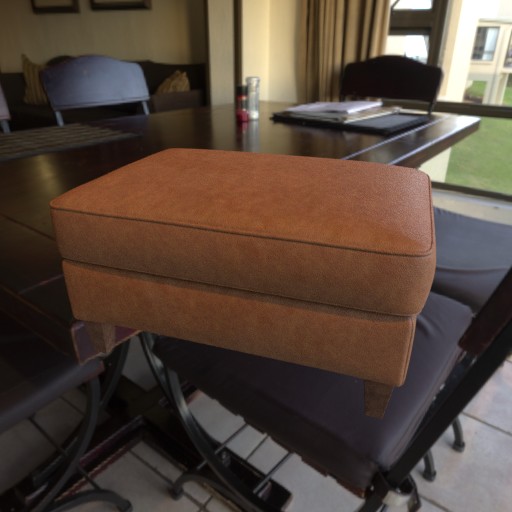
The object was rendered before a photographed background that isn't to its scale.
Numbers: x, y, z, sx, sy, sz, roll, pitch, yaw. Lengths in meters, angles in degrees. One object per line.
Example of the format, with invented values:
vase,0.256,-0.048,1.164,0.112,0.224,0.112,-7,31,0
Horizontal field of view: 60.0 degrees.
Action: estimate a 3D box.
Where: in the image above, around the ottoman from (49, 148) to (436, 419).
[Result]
ottoman,0.000,0.000,1.204,0.864,0.483,0.584,8,28,16
